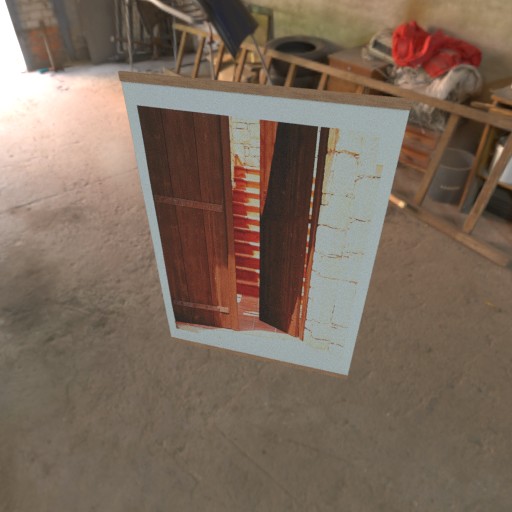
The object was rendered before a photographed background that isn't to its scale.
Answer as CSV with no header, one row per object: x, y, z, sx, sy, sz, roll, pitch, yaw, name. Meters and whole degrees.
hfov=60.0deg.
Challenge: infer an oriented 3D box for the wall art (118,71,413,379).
0.000,0.000,1.987,1.019,1.527,0.019,10,42,11,wall art
